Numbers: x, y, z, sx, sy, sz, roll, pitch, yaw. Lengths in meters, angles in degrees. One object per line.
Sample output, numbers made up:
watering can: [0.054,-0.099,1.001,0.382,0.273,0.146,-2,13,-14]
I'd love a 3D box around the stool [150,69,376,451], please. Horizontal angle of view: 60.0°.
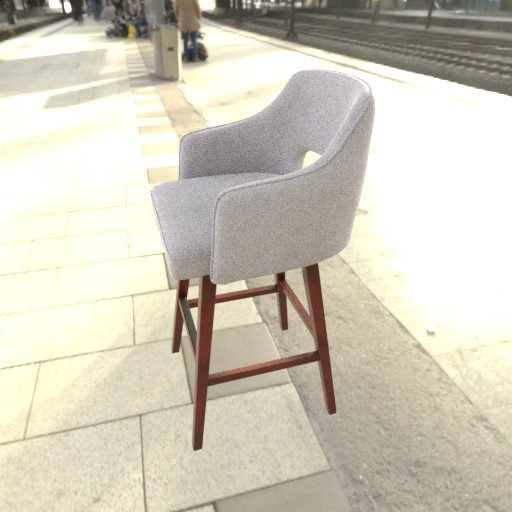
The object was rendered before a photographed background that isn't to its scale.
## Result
stool: [0.000,0.000,1.351,0.558,1.012,0.548,-9,31,-15]
